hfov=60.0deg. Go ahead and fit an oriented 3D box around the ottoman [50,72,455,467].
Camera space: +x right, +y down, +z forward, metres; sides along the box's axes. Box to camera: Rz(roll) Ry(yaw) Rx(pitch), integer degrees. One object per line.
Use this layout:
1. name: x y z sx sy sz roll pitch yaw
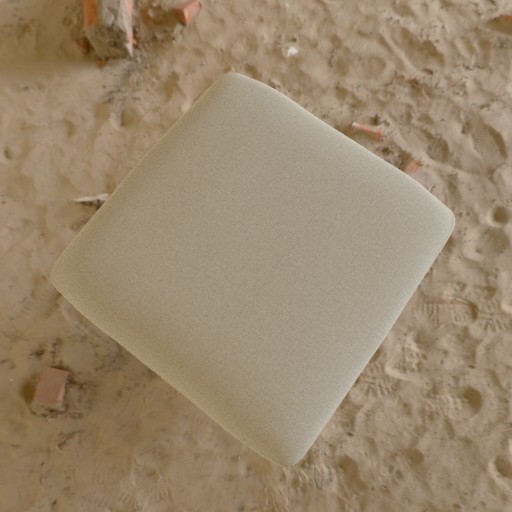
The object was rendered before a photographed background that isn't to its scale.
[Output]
1. ottoman: 0.000 0.000 1.536 0.977 0.467 0.996 36 78 9
